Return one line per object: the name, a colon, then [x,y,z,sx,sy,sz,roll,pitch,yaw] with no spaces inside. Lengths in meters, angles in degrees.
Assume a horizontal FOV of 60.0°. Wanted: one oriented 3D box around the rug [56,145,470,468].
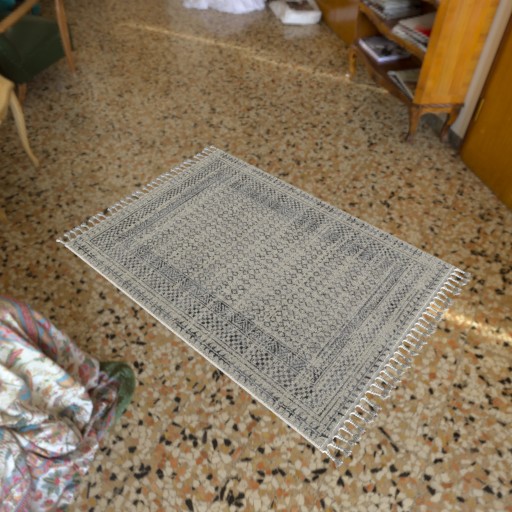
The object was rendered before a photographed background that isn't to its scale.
rug: [0.000,0.000,2.351,1.872,0.013,1.243,32,54,26]
